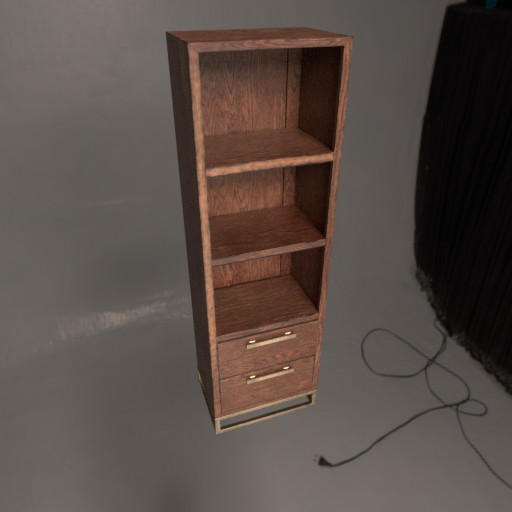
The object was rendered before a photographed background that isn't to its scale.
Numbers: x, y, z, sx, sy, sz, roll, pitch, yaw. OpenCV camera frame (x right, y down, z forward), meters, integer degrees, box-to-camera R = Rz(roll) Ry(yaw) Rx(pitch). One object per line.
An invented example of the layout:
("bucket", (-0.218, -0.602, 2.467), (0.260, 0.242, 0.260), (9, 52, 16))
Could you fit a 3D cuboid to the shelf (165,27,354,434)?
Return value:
("shelf", (0.000, 0.000, 1.926), (0.539, 1.732, 0.395), (-10, 33, -16))
